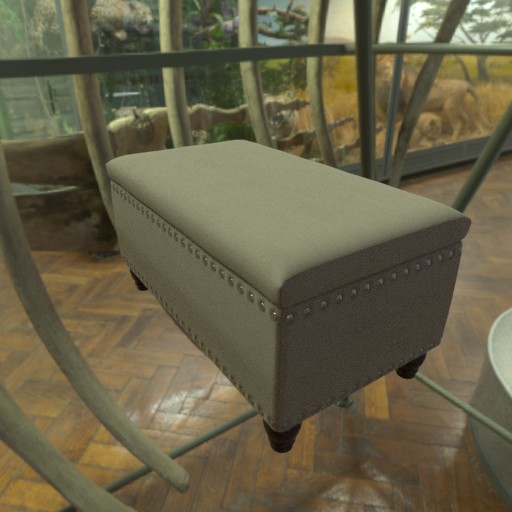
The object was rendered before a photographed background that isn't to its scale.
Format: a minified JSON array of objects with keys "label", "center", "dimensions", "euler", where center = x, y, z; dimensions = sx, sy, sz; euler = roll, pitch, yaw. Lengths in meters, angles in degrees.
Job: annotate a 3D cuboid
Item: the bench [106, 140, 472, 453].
[{"label":"bench","center":[0.000,0.000,1.211],"dimensions":[0.500,0.449,0.887],"euler":[-17,31,-30]}]
